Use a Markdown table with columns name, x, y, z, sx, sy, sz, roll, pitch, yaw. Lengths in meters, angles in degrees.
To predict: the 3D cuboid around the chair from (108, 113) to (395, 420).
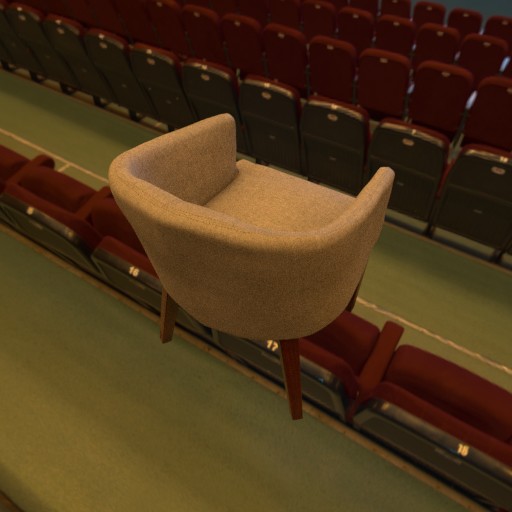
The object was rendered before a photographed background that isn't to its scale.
| name | x | y | z | sx | sy | sz | roll | pitch | yaw |
| --- | --- | --- | --- | --- | --- | --- | --- | --- | --- |
| chair | 0.000 | 0.000 | 1.261 | 0.583 | 0.811 | 0.655 | 25 | 52 | 21 |
